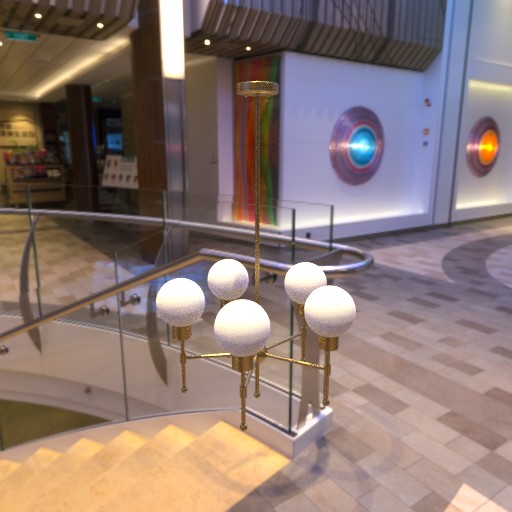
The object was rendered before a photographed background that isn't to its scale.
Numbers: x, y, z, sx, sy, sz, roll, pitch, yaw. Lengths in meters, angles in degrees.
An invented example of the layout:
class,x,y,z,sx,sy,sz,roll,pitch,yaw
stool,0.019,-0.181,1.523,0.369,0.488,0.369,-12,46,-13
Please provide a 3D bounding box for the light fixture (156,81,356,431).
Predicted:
class,x,y,z,sx,sy,sz,roll,pitch,yaw
light fixture,0.000,0.000,1.818,0.815,1.331,0.785,2,14,9
